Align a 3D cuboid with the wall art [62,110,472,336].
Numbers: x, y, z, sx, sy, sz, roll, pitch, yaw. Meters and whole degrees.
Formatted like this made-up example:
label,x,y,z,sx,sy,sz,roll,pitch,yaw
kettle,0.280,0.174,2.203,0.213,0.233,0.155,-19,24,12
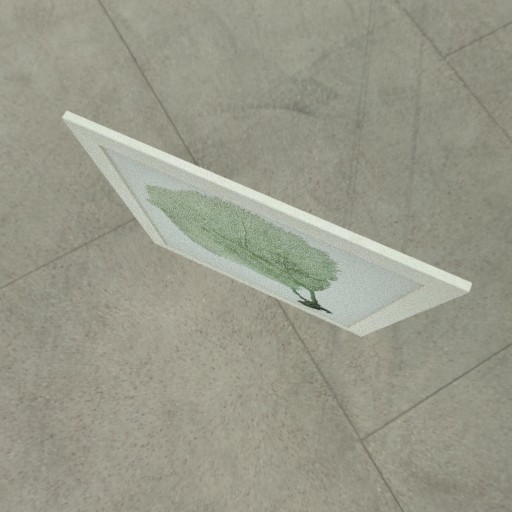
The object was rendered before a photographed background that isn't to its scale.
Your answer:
label,x,y,z,sx,sy,sz,roll,pitch,yaw
wall art,0.000,0.000,0.864,0.584,0.584,0.013,24,76,6
